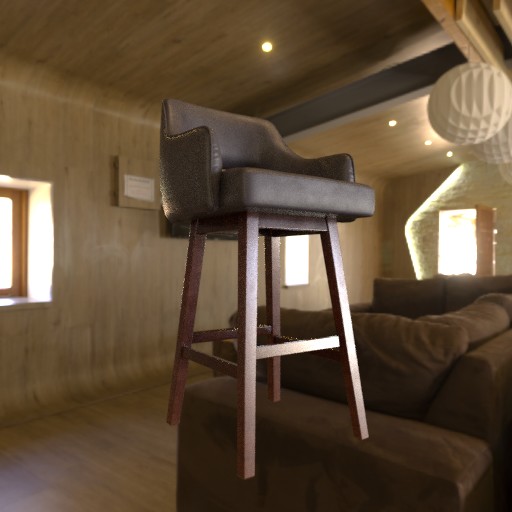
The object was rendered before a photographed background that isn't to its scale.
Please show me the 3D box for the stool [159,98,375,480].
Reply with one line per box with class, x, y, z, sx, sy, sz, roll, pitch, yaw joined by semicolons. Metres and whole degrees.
stool;0.000;0.000;1.351;0.550;1.041;0.560;0;-1;-35
